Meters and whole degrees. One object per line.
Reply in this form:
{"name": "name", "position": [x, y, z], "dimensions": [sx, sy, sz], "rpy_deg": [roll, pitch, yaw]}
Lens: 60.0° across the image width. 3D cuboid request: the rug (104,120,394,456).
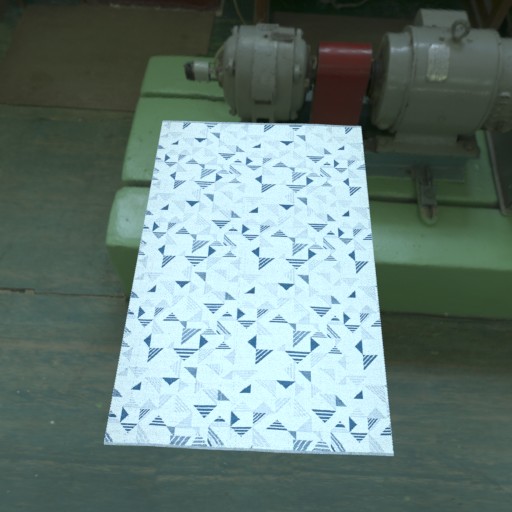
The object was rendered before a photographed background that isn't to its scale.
{"name": "rug", "position": [0.000, 0.000, 2.266], "dimensions": [1.206, 0.003, 1.835], "rpy_deg": [2, 62, 1]}
